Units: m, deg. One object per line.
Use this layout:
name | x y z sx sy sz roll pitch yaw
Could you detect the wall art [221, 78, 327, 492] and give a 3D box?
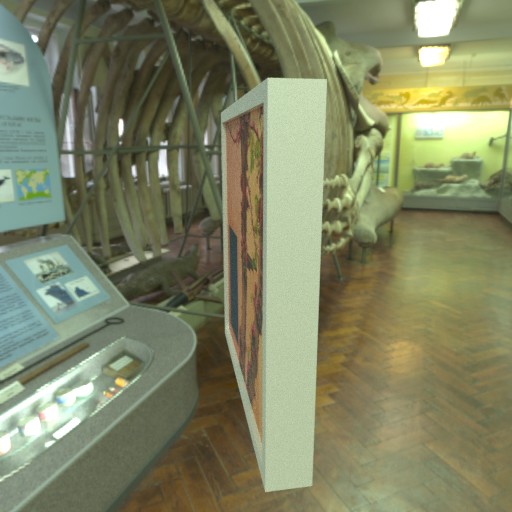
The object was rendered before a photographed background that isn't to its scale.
wall art | 0.000 0.000 0.457 0.038 0.302 0.305 -2 14 -9
